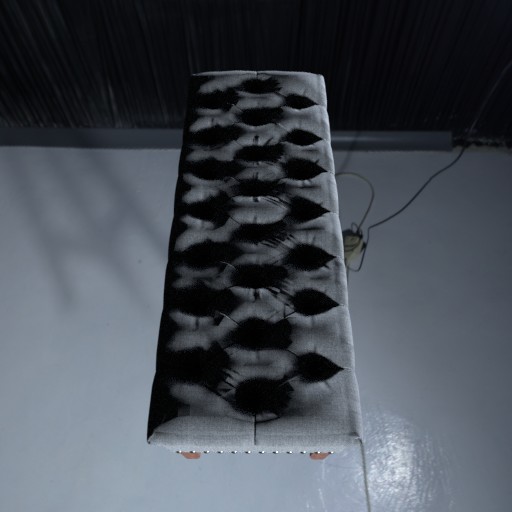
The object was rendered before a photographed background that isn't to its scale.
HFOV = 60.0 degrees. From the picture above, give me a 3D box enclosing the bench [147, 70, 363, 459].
[{"bbox_3d":[0.000,0.000,1.265,0.417,0.470,1.052,0,60,0],"label":"bench"}]
